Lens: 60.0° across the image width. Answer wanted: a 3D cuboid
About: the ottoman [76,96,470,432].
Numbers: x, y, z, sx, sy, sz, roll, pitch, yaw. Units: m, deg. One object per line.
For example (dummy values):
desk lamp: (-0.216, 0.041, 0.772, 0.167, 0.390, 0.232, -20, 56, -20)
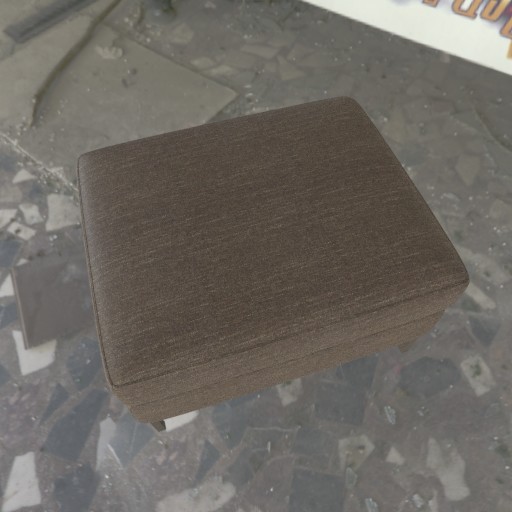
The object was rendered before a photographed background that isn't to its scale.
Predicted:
ottoman: (0.000, 0.000, 1.221, 0.820, 0.490, 0.671, -15, 59, -9)
